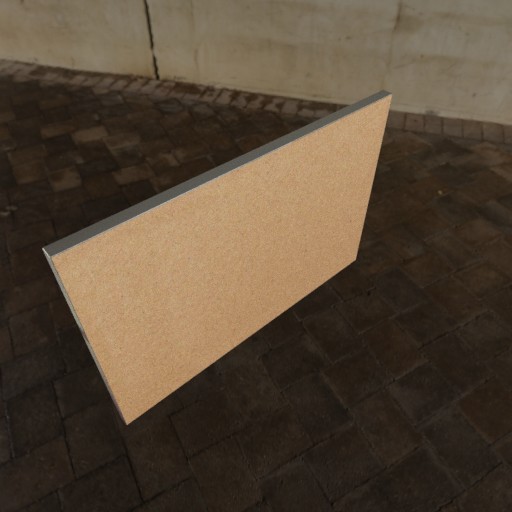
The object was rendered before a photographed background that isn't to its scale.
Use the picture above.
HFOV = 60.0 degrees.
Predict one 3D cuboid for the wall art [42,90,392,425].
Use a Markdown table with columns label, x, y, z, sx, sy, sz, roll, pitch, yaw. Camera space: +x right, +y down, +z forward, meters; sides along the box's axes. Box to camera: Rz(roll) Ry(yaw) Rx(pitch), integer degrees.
| label | x | y | z | sx | sy | sz | roll | pitch | yaw |
| --- | --- | --- | --- | --- | --- | --- | --- | --- | --- |
| wall art | 0.000 | 0.000 | 0.775 | 0.615 | 0.410 | 0.021 | -32 | 53 | -28 |
